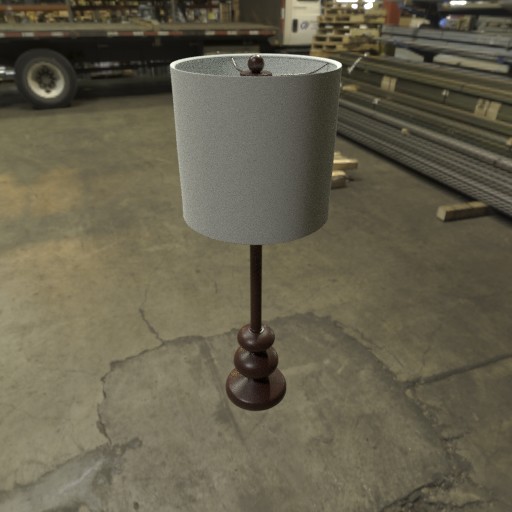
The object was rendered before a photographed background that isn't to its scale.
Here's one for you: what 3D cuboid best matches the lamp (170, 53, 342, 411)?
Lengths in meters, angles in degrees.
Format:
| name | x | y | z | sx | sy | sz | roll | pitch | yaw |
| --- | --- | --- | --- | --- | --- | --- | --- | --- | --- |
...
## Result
| name | x | y | z | sx | sy | sz | roll | pitch | yaw |
| --- | --- | --- | --- | --- | --- | --- | --- | --- | --- |
| lamp | 0.000 | 0.000 | 0.829 | 0.254 | 0.690 | 0.254 | -11 | 32 | -17 |
